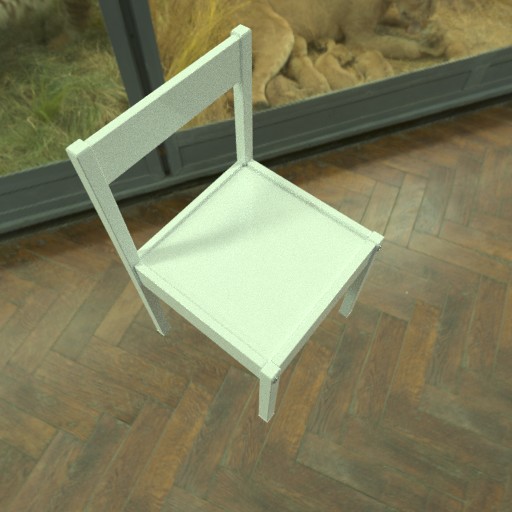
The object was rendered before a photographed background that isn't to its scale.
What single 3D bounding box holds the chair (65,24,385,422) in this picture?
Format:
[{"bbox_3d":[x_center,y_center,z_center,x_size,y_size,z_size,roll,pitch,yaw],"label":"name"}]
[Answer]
[{"bbox_3d":[0.000,0.000,0.686,0.285,0.505,0.285,35,65,19],"label":"chair"}]
